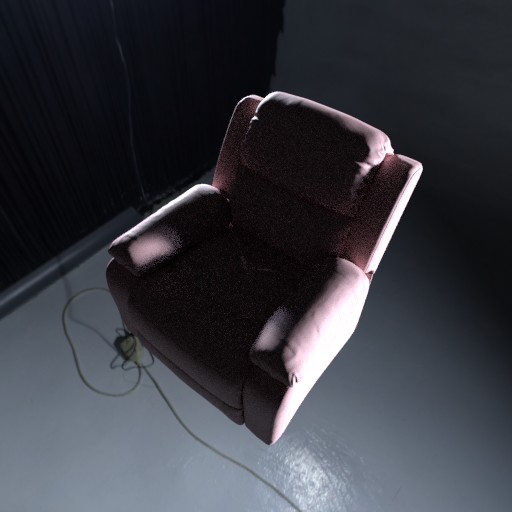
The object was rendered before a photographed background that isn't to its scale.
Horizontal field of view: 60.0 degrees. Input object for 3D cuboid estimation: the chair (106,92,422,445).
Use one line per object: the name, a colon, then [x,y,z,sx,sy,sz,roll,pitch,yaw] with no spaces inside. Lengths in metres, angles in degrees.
chair: [0.000,0.000,1.317,0.680,0.702,0.709,31,55,25]
